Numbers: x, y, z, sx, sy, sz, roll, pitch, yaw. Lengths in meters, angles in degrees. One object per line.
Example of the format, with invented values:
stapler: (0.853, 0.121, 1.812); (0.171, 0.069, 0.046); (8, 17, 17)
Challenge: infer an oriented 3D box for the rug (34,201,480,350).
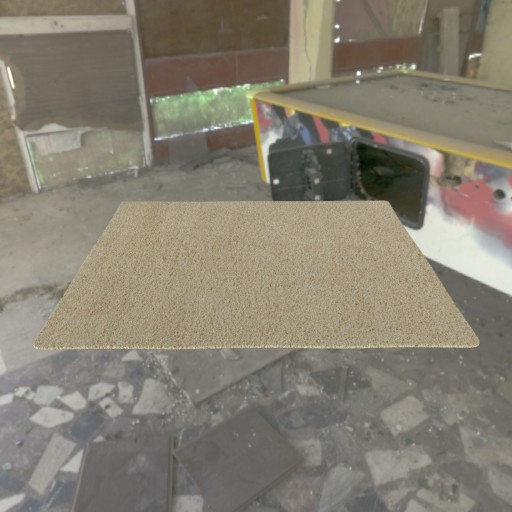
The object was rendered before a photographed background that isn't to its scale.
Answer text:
rug: (0.000, 0.000, 3.968); (3.001, 0.025, 2.401); (0, 30, 0)
